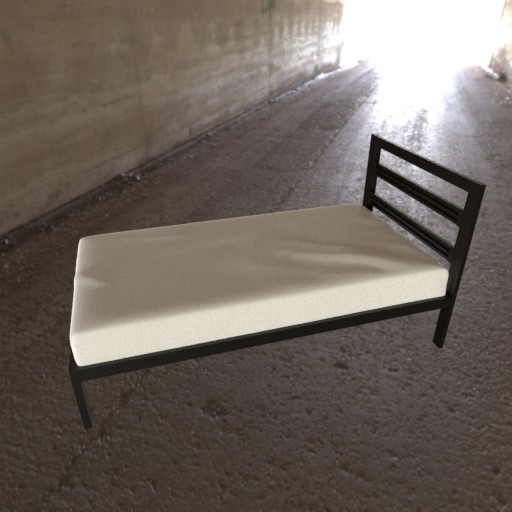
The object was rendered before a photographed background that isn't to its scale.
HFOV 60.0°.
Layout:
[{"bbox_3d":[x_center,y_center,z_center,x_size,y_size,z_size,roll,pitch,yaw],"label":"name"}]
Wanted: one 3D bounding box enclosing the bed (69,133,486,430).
[{"bbox_3d":[0.000,0.000,2.438,1.930,0.967,0.991,-8,30,-15],"label":"bed"}]
